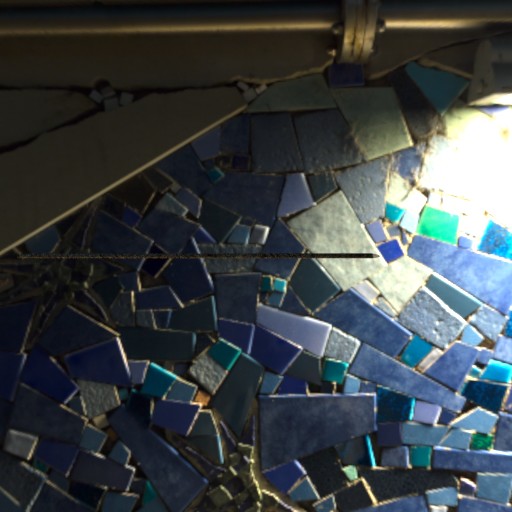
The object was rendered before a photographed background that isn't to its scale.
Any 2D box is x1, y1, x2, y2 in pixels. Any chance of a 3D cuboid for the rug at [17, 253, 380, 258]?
[{"bbox_3d":[0.000,0.000,2.147,1.143,0.014,1.761,0,0,16],"label":"rug"}]
